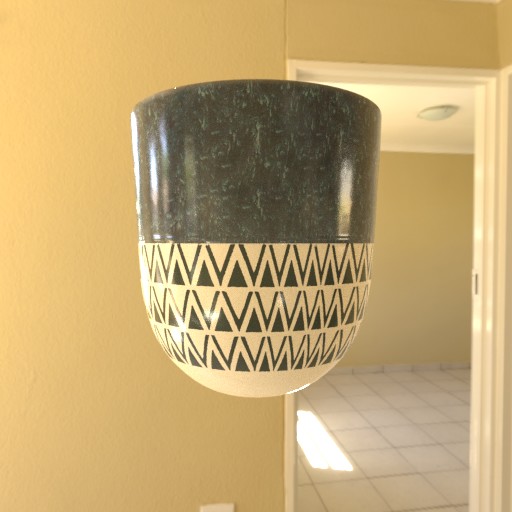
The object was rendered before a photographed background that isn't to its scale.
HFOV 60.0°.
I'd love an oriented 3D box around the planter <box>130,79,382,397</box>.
[{"bbox_3d":[0.000,0.000,0.360,0.195,0.214,0.195,0,2,0],"label":"planter"}]
